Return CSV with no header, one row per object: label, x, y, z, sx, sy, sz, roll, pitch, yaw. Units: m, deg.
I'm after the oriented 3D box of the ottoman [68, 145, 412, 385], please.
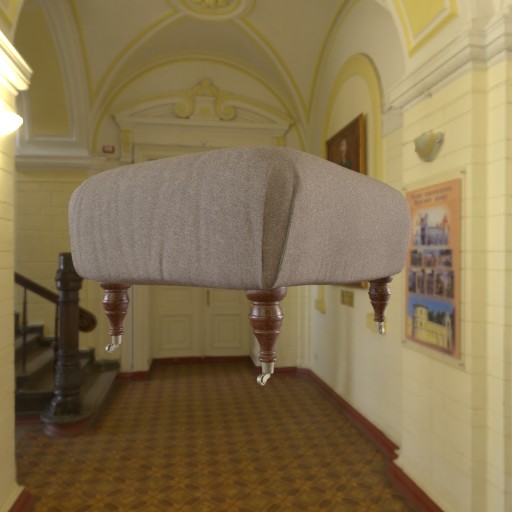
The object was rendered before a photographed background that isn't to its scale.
ottoman,0.000,0.000,1.155,0.622,0.450,0.747,0,1,36
